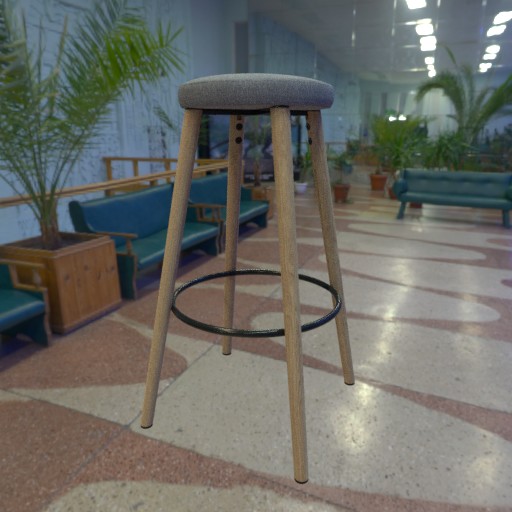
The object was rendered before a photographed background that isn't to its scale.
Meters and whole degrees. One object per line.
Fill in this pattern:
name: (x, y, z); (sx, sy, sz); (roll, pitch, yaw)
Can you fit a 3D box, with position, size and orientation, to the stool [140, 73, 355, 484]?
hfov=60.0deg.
stool: (0.000, 0.000, 1.015); (0.410, 0.770, 0.410); (8, 18, 25)
